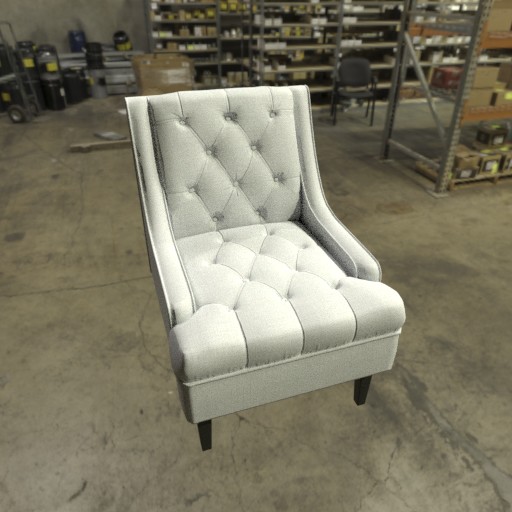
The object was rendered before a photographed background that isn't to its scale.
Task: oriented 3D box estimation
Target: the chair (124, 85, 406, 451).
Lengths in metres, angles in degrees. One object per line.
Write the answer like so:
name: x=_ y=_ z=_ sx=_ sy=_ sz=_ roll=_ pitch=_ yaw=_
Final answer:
chair: x=0.000 y=0.000 z=1.417 sx=0.658 sy=0.891 sz=0.772 roll=-10 pitch=33 yaw=-16
